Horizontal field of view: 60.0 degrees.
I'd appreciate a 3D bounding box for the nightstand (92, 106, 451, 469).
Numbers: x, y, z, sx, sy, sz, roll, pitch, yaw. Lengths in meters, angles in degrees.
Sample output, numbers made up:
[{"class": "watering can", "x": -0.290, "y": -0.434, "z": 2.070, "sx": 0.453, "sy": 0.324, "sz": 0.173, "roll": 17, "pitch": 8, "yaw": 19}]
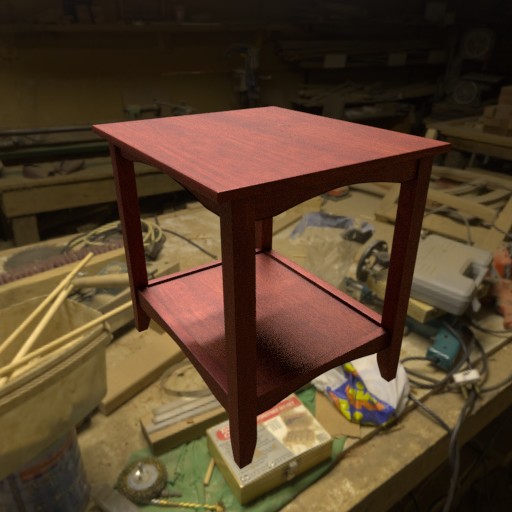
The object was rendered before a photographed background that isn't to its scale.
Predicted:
[{"class": "nightstand", "x": 0.000, "y": 0.000, "z": 1.027, "sx": 0.501, "sy": 0.558, "sz": 0.558, "roll": -17, "pitch": 31, "yaw": -30}]
